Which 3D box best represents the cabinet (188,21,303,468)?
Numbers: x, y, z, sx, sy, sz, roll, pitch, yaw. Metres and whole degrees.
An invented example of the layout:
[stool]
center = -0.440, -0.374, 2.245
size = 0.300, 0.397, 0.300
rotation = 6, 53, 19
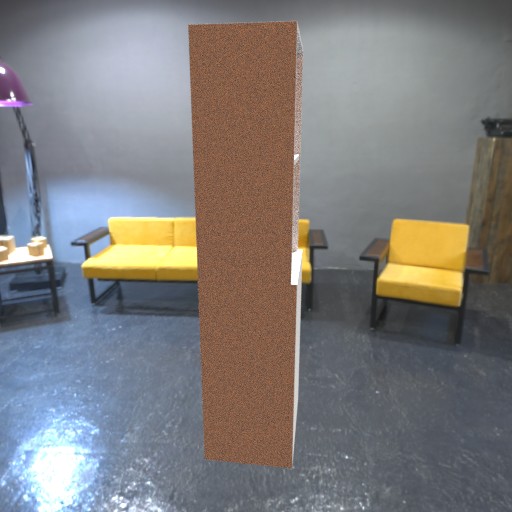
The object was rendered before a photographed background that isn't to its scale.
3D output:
[cabinet]
center = 0.000, 0.000, 1.506
size = 0.300, 1.350, 0.400
rotation = 2, 16, 8
